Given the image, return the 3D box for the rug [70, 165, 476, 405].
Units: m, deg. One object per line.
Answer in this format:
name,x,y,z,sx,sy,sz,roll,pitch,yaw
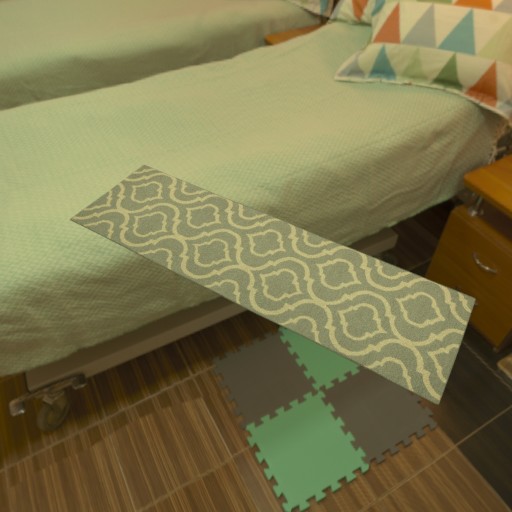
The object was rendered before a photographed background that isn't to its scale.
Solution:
rug,0.000,0.000,2.517,2.275,0.009,0.684,24,51,21
